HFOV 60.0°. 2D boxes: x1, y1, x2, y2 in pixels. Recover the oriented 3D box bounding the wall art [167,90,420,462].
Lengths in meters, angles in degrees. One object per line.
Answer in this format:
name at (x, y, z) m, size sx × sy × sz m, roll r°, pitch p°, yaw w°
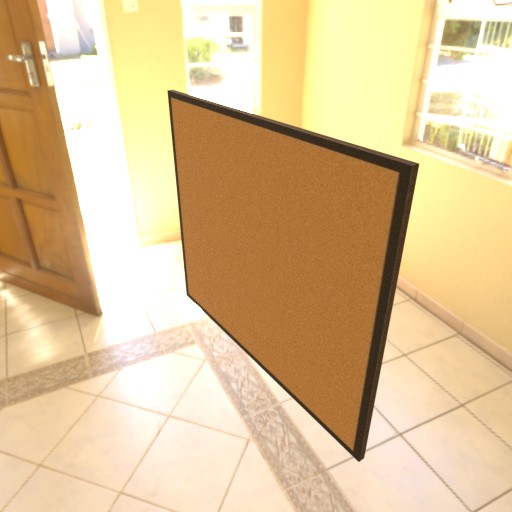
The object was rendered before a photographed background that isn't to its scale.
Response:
wall art at (0.000, 0.000, 1.421) m, size 0.023 × 0.875 × 1.033 m, roll -20°, pitch 35°, yaw -31°
